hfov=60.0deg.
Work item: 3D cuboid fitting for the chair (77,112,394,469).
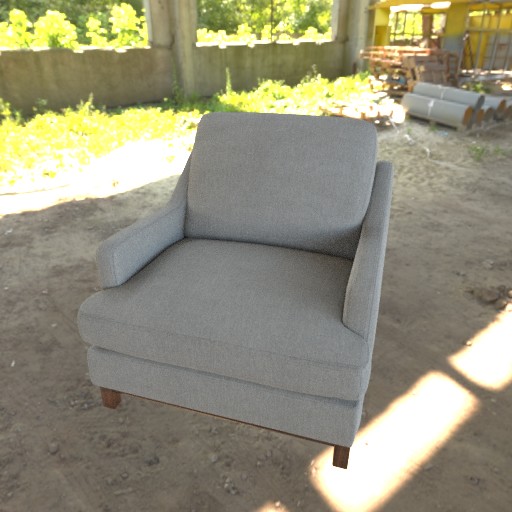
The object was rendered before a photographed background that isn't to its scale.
[{"bbox_3d":[0.000,0.000,1.486,0.826,0.821,0.892,8,28,15],"label":"chair"}]
